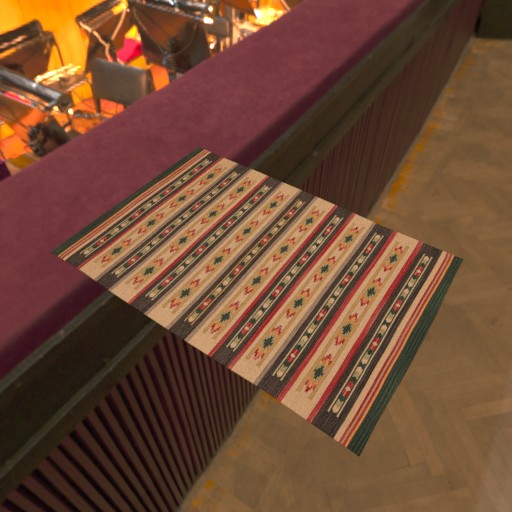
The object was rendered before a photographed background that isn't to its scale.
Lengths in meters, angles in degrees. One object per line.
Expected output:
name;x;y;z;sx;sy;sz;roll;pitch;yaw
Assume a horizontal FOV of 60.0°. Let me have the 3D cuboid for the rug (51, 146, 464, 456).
rug;0.000;0.000;2.344;1.825;0.009;1.221;27;53;23
